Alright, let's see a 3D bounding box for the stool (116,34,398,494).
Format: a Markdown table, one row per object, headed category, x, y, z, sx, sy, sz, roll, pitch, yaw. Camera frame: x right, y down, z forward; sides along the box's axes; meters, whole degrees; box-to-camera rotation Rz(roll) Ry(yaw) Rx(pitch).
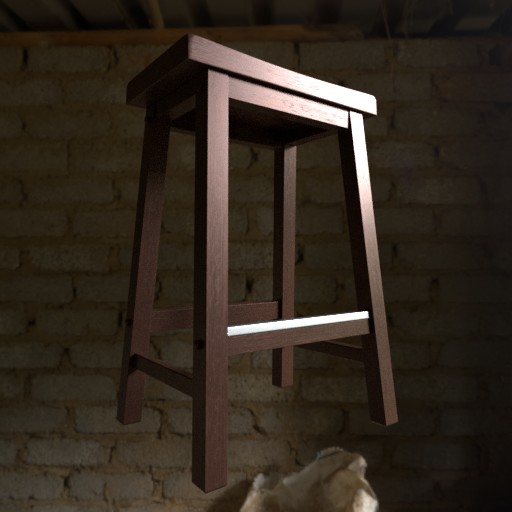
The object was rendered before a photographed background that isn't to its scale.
| category | x | y | z | sx | sy | sz | roll | pitch | yaw |
| --- | --- | --- | --- | --- | --- | --- | --- | --- | --- |
| stool | 0.000 | 0.000 | 0.815 | 0.406 | 0.610 | 0.322 | 0 | 0 | -37 |
